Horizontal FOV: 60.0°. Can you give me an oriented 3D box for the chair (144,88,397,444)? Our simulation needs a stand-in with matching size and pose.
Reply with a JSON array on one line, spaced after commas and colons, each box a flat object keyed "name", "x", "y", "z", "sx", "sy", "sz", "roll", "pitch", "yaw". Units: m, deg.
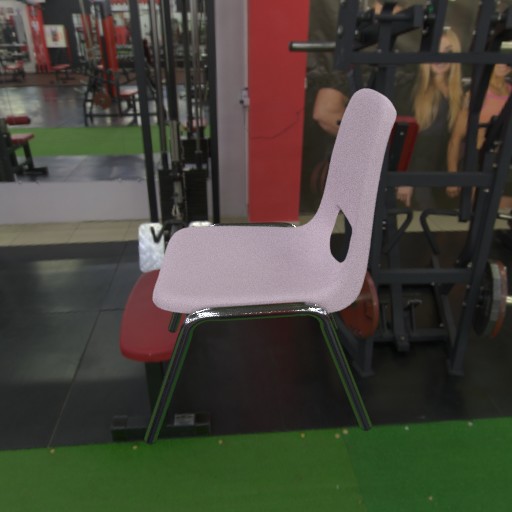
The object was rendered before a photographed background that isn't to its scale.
[{"name": "chair", "x": 0.000, "y": 0.000, "z": 0.834, "sx": 0.423, "sy": 0.586, "sz": 0.354, "roll": -1, "pitch": 27, "yaw": -2}]
